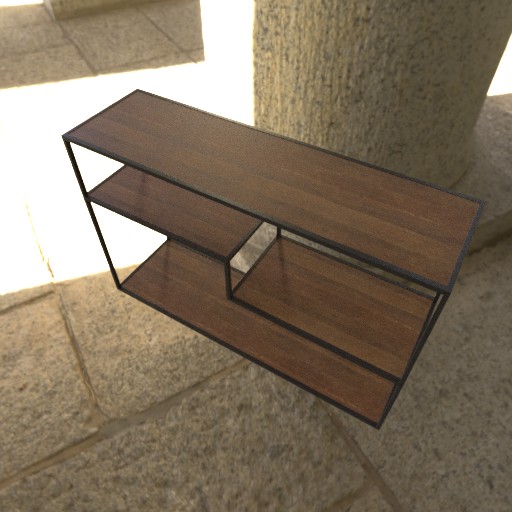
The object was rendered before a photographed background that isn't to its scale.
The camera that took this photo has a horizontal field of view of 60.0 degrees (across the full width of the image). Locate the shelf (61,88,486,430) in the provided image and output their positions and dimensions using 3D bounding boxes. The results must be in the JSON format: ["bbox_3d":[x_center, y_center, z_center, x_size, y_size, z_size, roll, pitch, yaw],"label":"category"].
[{"bbox_3d":[0.000,0.000,1.551,1.201,0.765,0.361,24,52,20],"label":"shelf"}]
